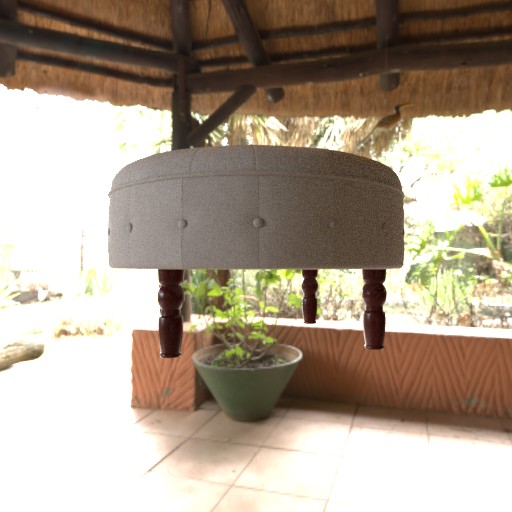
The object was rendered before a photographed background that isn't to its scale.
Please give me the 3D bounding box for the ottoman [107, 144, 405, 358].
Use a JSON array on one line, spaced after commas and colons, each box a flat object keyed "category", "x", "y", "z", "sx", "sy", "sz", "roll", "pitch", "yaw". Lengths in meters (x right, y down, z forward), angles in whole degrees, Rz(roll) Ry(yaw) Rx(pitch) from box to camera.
[{"category": "ottoman", "x": 0.000, "y": 0.000, "z": 1.331, "sx": 0.849, "sy": 0.478, "sz": 0.849, "roll": 0, "pitch": -1, "yaw": 0}]
